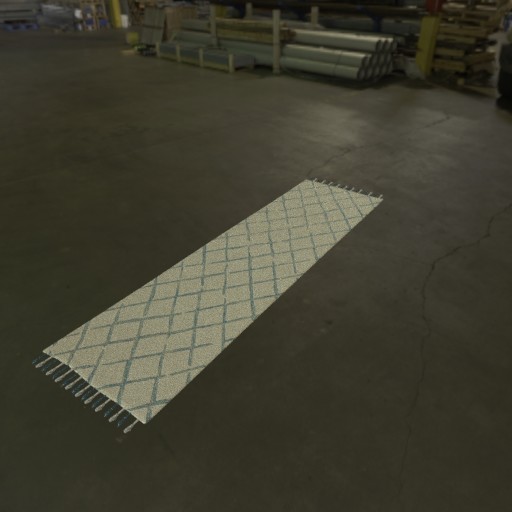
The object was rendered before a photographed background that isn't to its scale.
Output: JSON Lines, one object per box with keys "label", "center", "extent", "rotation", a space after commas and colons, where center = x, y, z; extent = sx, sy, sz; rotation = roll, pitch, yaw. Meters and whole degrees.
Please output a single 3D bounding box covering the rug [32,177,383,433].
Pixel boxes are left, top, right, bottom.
{"label": "rug", "center": [0.000, 0.000, 2.481], "extent": [0.620, 0.008, 2.372], "rotation": [21, 38, 29]}
